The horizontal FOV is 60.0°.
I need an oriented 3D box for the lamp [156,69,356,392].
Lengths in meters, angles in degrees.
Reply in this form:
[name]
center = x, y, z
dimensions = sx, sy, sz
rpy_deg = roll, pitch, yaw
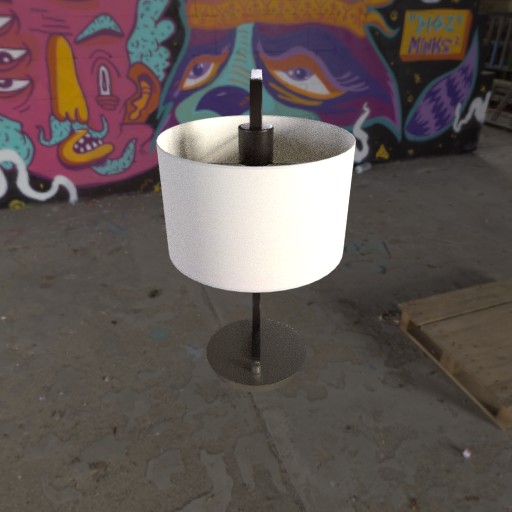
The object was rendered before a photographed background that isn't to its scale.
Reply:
[lamp]
center = 0.000, 0.000, 0.633
dimensions = 0.230, 0.473, 0.288
rpy_deg = 0, 29, 0
